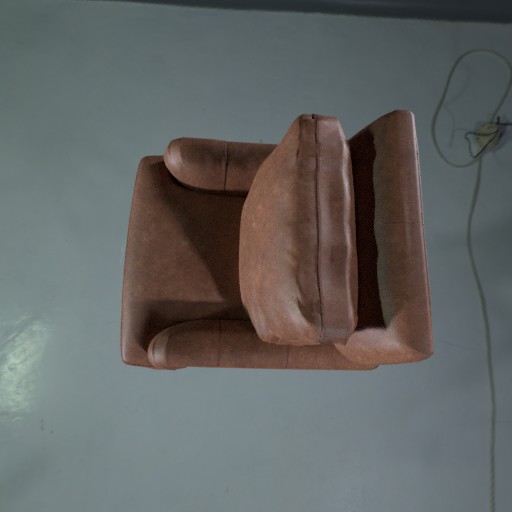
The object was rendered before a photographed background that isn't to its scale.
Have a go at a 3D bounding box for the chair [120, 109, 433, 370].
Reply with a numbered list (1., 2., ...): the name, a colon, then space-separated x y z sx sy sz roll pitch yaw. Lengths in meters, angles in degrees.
1. chair: 0.000 0.000 1.950 1.158 1.055 0.986 1 75 0
